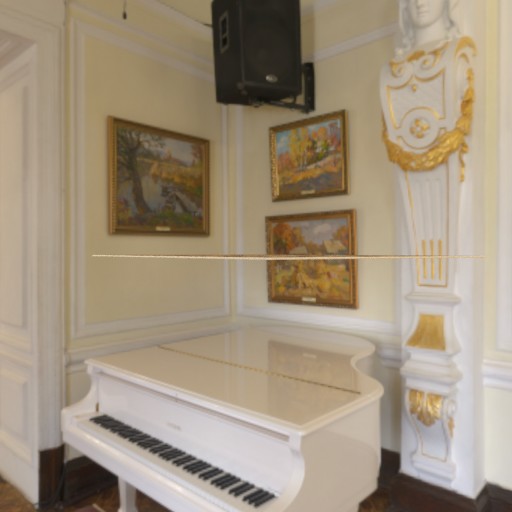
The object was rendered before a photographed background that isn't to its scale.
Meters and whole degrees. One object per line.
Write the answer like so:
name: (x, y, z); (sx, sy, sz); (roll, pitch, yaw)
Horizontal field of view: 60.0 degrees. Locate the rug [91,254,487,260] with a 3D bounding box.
rug: (0.000, 0.000, 2.942); (1.522, 0.008, 2.284); (0, 1, -36)
